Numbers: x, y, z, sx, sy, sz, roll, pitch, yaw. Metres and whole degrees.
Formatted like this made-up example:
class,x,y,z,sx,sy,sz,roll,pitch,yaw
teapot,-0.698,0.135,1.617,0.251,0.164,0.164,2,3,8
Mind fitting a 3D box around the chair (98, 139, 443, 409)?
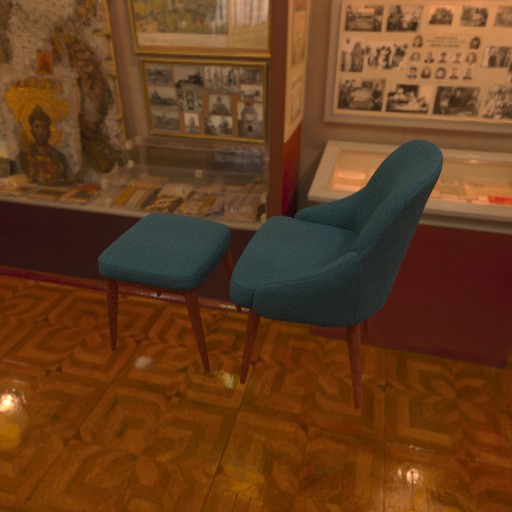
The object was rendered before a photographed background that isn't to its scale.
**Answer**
class,x,y,z,sx,sy,sz,roll,pitch,yaw
chair,0.000,0.000,1.616,1.114,0.866,0.584,9,32,14
